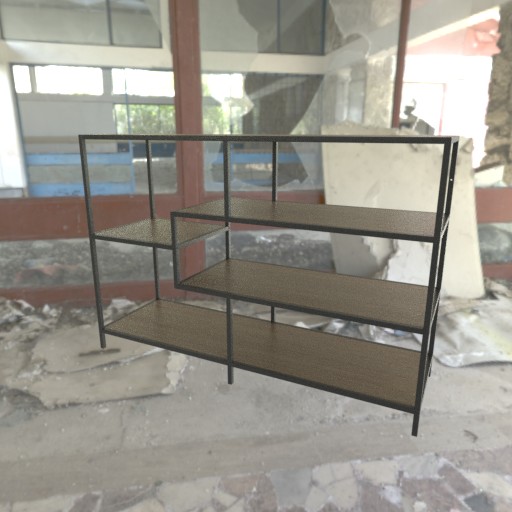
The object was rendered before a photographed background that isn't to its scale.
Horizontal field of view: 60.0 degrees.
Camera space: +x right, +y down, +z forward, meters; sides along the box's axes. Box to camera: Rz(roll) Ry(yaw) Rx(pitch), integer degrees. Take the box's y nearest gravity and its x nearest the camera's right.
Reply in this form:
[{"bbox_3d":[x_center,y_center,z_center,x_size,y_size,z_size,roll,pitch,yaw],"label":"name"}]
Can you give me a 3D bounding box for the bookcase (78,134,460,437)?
[{"bbox_3d":[0.000,0.000,1.479,1.140,0.780,0.350,8,18,25],"label":"bookcase"}]
